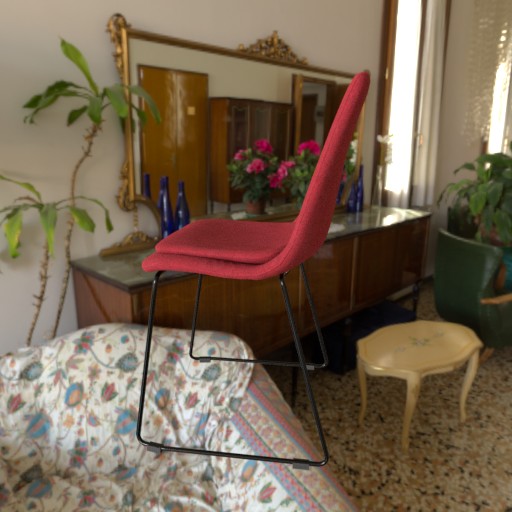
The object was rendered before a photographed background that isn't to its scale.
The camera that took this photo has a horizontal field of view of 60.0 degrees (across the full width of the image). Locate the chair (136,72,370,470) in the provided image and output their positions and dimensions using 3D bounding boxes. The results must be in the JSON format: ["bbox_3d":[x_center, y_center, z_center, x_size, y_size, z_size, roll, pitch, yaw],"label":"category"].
[{"bbox_3d":[0.000,0.000,1.140,0.518,0.858,0.479,2,14,8],"label":"chair"}]
